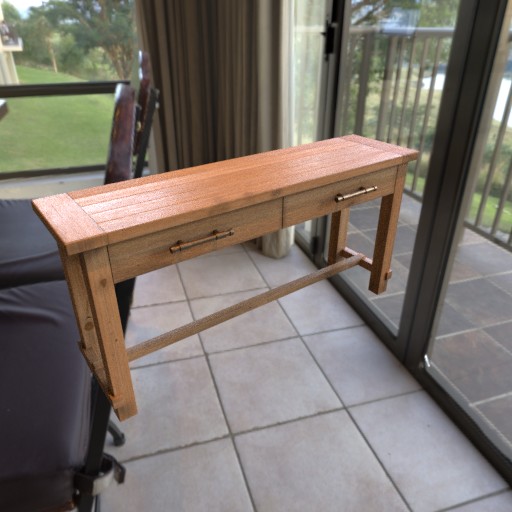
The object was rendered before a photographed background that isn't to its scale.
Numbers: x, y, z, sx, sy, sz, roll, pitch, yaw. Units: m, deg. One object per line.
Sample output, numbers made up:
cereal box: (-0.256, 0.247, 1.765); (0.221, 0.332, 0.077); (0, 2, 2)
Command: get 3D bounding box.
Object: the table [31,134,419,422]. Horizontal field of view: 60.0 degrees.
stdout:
table: (0.000, 0.000, 1.961); (1.599, 0.762, 0.442); (-19, 34, -31)
